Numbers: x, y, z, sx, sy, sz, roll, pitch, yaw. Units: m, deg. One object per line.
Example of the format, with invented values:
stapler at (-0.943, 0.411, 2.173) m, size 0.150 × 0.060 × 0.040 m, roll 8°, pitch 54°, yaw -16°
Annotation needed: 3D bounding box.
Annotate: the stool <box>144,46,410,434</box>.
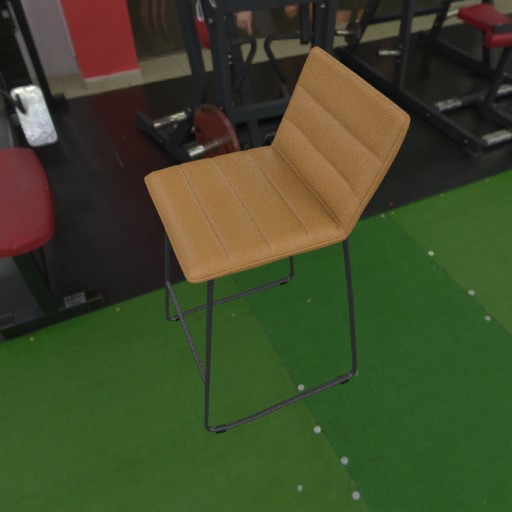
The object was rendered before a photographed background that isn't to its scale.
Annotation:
stool at (0.000, 0.000, 1.229) m, size 0.524 × 0.936 × 0.489 m, roll -17°, pitch 49°, yaw -16°
